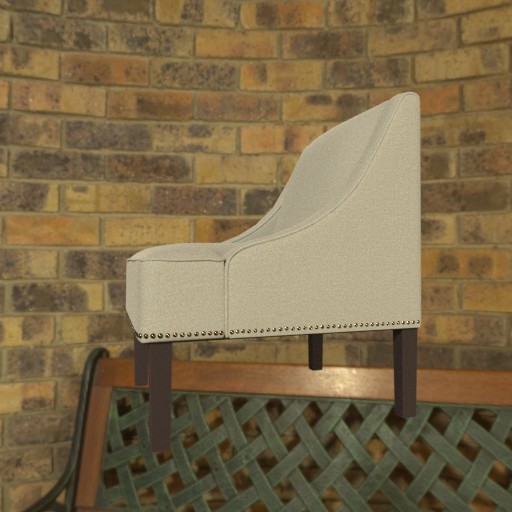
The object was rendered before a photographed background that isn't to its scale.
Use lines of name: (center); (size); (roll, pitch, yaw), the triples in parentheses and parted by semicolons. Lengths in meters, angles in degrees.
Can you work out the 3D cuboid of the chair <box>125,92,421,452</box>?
chair: (0.000, 0.000, 1.334); (0.737, 0.864, 0.610); (0, -1, -19)
